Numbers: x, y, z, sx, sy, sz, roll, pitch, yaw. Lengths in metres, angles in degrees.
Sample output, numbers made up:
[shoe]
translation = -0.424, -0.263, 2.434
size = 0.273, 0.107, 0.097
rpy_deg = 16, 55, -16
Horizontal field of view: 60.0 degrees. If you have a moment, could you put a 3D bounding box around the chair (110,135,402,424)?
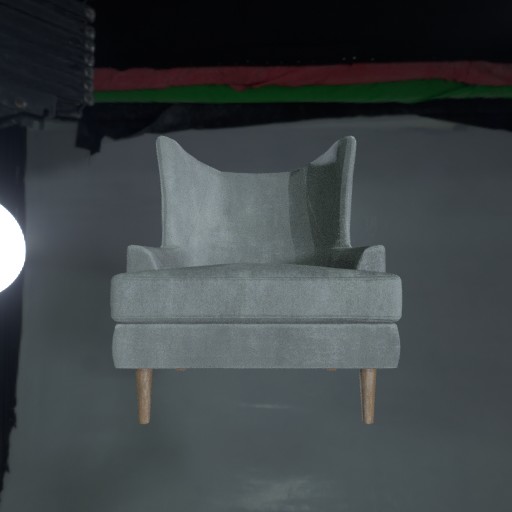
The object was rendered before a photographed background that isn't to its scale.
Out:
[chair]
translation = 0.000, 0.000, 1.610
size = 0.784, 0.950, 0.906
rpy_deg = 0, -1, 0
